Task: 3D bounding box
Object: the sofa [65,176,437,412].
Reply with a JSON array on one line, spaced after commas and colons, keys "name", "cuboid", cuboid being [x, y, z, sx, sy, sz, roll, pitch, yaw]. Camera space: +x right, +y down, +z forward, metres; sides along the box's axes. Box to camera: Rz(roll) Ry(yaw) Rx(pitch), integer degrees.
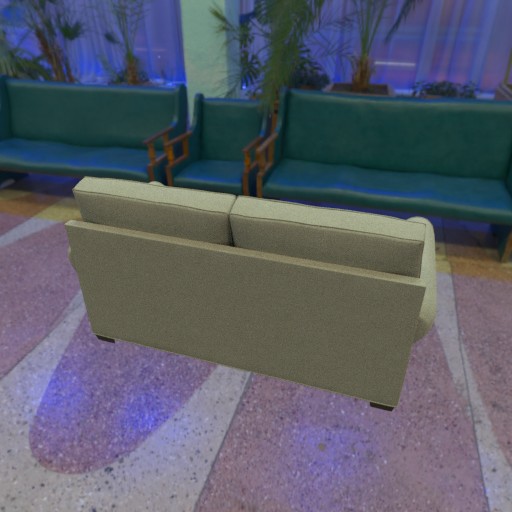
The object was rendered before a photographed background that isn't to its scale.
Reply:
[{"name": "sofa", "cuboid": [0.000, 0.000, 2.354, 1.774, 0.933, 0.861, 10, 33, 15]}]
